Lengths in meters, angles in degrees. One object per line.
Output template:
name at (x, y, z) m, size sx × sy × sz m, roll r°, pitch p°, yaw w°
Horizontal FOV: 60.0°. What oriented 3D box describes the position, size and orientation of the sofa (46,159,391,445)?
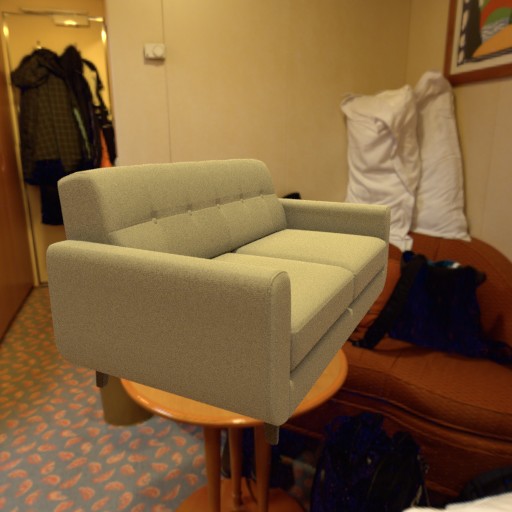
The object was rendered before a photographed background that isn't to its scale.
sofa at (0.000, 0.000, 2.150) m, size 0.980 × 0.892 × 1.655 m, roll 7°, pitch 16°, yaw 26°
